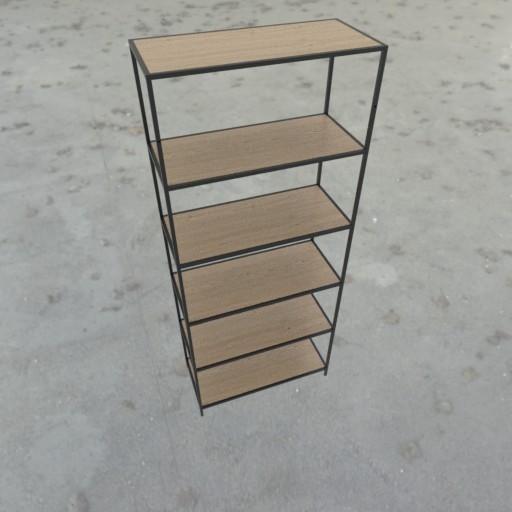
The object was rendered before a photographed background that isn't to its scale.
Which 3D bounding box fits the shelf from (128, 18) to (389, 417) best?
[{"bbox_3d":[0.000,0.000,2.048,0.770,1.850,0.350,-14,44,-15],"label":"shelf"}]
